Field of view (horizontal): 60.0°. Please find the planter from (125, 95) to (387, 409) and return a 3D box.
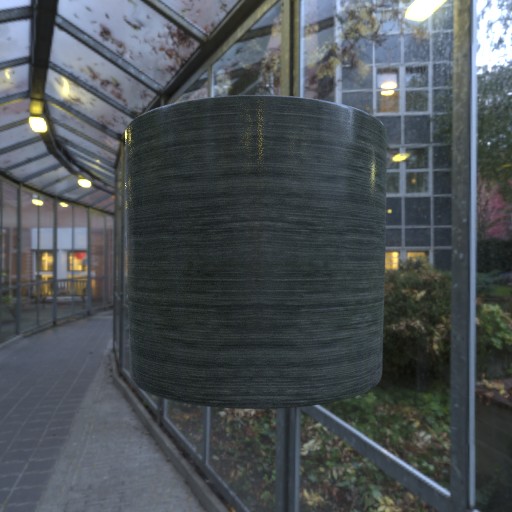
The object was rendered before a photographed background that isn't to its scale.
[{"bbox_3d":[0.000,0.000,0.390,0.221,0.201,0.221,0,-1,0],"label":"planter"}]
